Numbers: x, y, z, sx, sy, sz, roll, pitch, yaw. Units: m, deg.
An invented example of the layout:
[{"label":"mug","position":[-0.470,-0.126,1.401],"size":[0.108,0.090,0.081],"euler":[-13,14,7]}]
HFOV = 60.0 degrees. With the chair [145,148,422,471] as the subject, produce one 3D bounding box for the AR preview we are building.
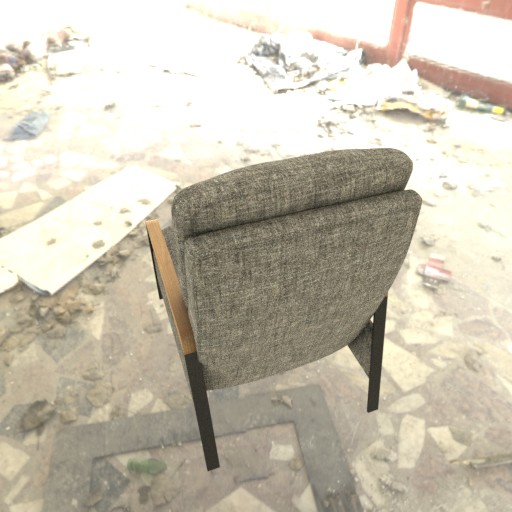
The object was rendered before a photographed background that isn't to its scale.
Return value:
[{"label":"chair","position":[0.000,0.000,1.567],"size":[0.671,1.042,0.868],"euler":[-14,43,-15]}]
